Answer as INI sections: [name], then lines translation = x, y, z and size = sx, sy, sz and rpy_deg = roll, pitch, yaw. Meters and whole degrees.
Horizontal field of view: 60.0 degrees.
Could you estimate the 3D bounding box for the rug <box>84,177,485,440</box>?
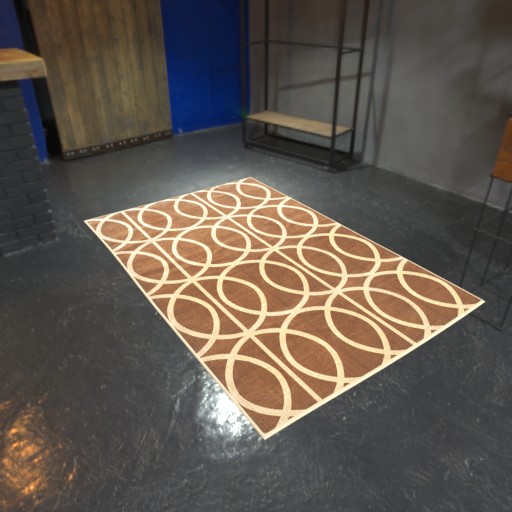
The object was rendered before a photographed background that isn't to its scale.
[rug]
translation = 0.000, 0.000, 2.882
size = 1.528, 0.014, 2.294
rpy_deg = -20, 37, -30
